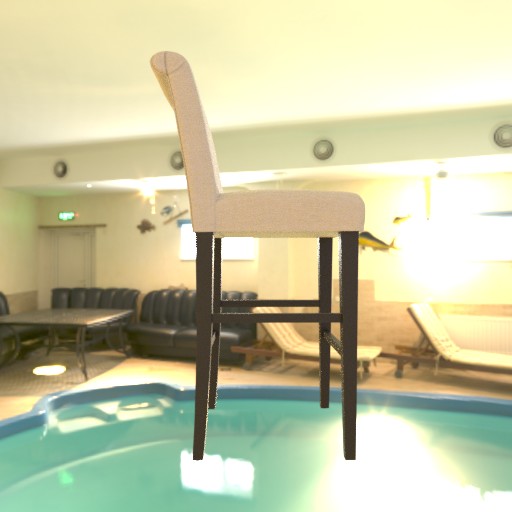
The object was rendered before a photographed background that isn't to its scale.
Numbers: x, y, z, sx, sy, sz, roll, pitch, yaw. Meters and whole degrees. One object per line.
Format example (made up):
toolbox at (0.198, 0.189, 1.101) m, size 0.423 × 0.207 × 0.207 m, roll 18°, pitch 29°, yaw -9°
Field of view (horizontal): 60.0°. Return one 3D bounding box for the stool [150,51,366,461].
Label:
stool at (0.000, 0.000, 1.430) m, size 0.597 × 1.124 × 0.452 m, roll 0°, pitch 0°, yaw -1°
